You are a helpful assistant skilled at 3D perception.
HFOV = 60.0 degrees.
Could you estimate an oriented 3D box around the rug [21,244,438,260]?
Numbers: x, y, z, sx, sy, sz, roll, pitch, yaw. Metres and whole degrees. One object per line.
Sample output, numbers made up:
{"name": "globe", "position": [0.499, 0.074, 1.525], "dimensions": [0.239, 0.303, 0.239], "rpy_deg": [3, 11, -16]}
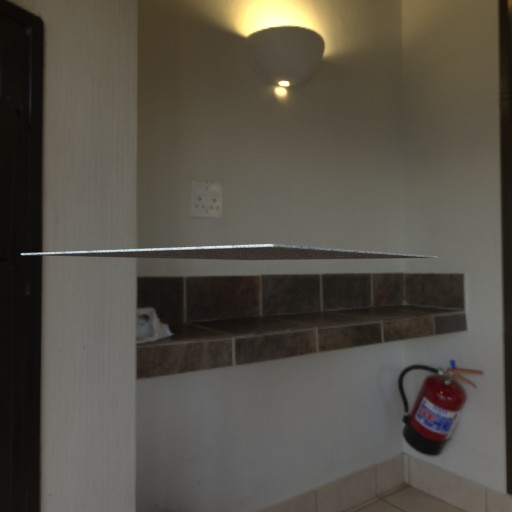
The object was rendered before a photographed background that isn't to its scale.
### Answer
{"name": "rug", "position": [0.000, 0.000, 4.057], "dimensions": [2.441, 0.013, 3.056], "rpy_deg": [-1, -2, 36]}
